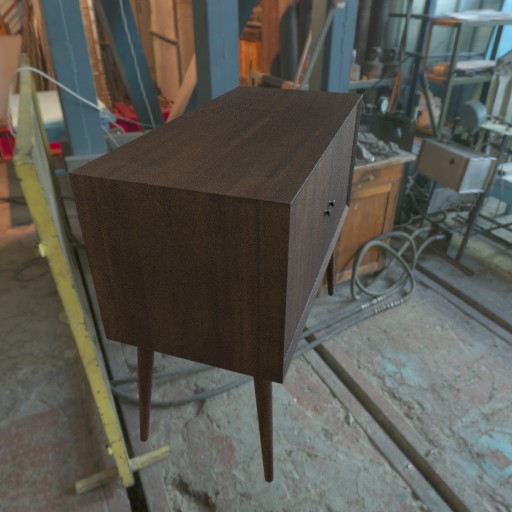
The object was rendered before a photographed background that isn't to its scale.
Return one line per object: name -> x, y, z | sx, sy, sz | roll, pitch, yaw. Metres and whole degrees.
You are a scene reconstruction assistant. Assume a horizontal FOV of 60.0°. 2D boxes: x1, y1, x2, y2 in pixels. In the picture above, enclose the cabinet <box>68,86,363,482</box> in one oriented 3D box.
cabinet -> 0.000, 0.000, 1.100 | 0.354, 0.654, 0.743 | 10, 33, 16
